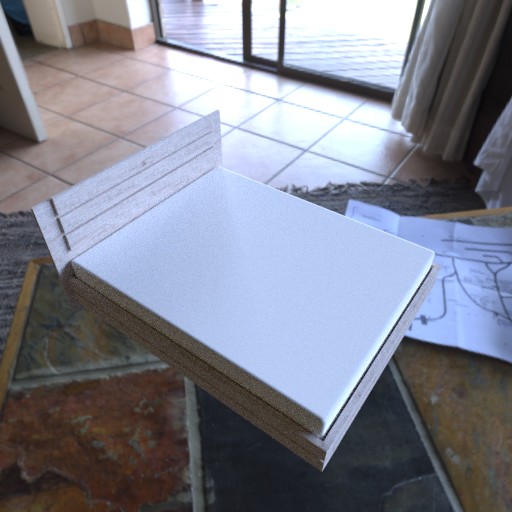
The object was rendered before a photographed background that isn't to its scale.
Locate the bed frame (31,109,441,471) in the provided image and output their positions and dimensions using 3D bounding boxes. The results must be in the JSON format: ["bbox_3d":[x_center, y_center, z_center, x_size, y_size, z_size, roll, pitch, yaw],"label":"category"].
[{"bbox_3d":[0.000,0.000,3.044,2.080,0.970,1.750,26,48,26],"label":"bed frame"}]
